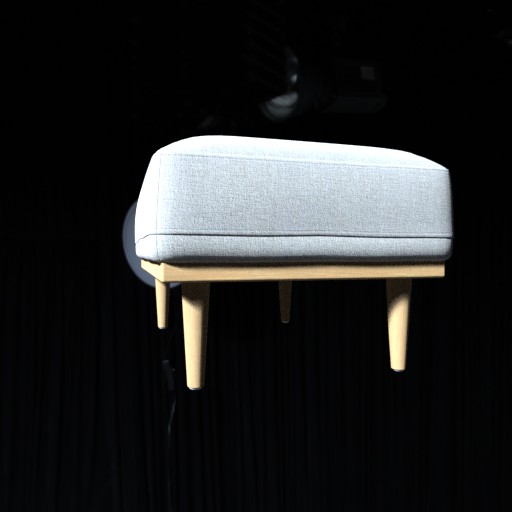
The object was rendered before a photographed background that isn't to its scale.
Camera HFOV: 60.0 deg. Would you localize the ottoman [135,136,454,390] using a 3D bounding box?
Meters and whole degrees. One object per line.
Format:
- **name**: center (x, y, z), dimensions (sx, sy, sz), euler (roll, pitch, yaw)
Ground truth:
- **ottoman**: center (0.000, 0.000, 1.071), dimensions (0.549, 0.428, 0.749), euler (0, 0, -17)
